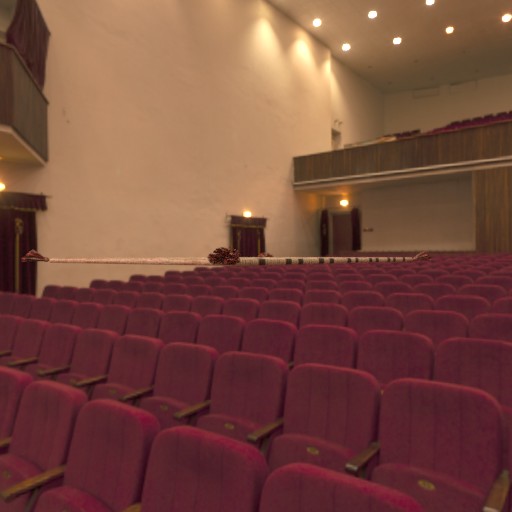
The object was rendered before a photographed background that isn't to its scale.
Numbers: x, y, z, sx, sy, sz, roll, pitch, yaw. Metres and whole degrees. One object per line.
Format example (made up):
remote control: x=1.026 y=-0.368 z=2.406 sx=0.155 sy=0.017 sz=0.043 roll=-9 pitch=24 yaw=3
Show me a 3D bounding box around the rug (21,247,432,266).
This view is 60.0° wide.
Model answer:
rug: x=0.000 y=0.000 z=2.577 sx=1.444 sy=0.067 sz=2.069 roll=0 pitch=0 yaw=38
